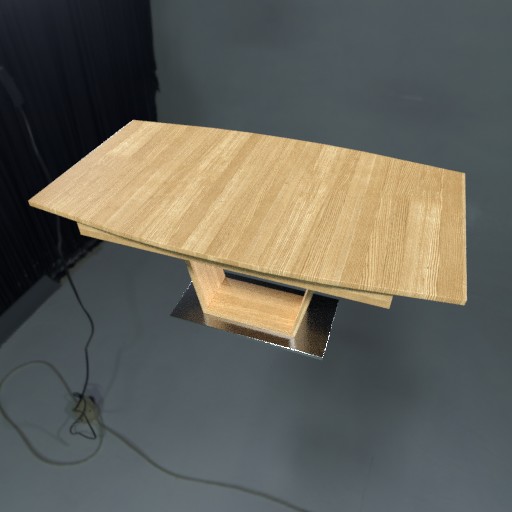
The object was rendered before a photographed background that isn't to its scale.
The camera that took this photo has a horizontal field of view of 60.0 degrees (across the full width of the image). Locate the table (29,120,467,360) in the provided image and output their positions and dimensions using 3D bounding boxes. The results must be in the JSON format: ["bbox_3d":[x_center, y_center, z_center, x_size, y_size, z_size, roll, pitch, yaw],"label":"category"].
[{"bbox_3d":[0.000,0.000,2.038,1.598,0.748,0.900,13,43,14],"label":"table"}]
